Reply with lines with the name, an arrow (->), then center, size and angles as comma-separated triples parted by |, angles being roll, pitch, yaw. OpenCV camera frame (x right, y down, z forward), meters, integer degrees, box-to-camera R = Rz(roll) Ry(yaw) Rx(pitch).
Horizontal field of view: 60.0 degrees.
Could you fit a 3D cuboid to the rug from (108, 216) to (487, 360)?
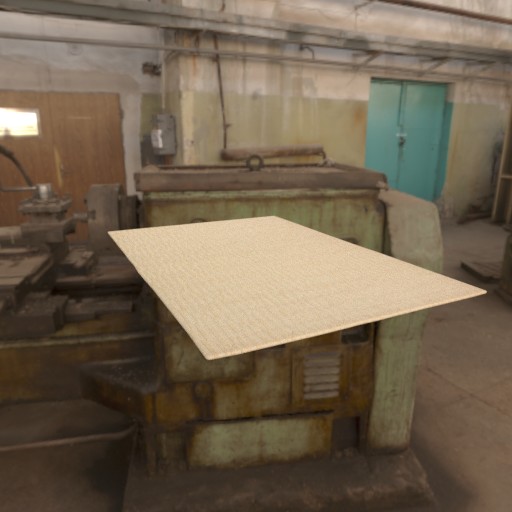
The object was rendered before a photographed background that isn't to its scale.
rug -> 0.000, 0.000, 2.350 | 1.238, 0.014, 1.848 | -8, 18, -25
